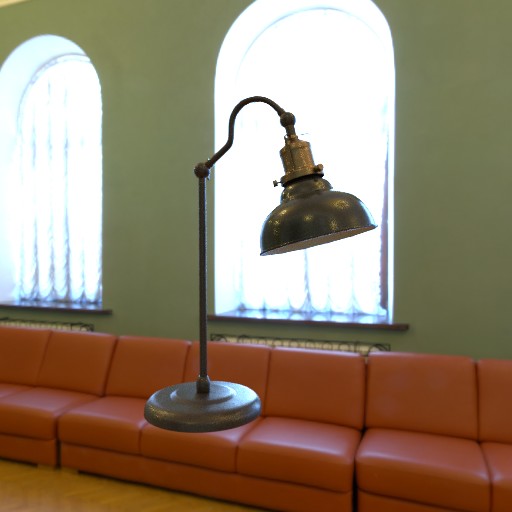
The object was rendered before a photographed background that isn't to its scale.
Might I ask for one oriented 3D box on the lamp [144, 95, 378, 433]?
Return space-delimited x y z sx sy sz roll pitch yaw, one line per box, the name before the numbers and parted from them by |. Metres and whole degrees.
lamp | 0.000 0.000 0.703 0.374 0.508 0.192 0 0 18
